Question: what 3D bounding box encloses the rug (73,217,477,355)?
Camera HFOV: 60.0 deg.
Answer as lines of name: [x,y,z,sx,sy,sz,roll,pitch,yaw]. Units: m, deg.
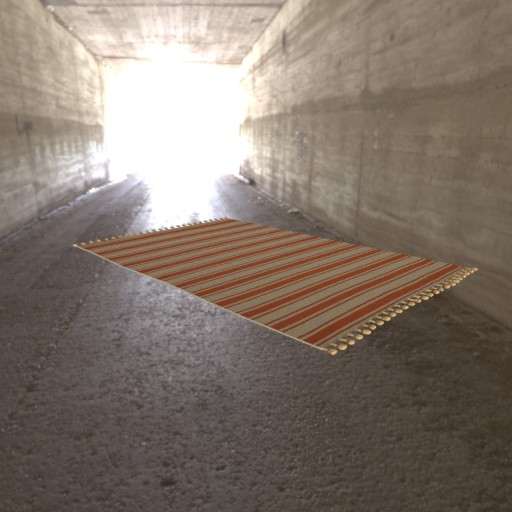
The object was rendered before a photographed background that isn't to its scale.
rug: [0.000,0.000,3.084,1.556,0.022,2.433,-15,22,-43]
